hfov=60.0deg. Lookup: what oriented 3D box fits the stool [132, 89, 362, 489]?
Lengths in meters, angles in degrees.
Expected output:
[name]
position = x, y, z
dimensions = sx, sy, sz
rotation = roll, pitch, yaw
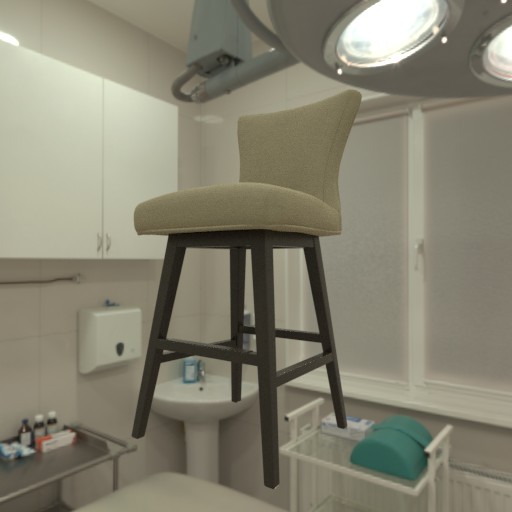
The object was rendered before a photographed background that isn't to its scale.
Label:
[stool]
position = 0.000, 0.000, 1.400
dimensions = 0.514, 1.086, 0.574
rotation = 0, -1, 36
